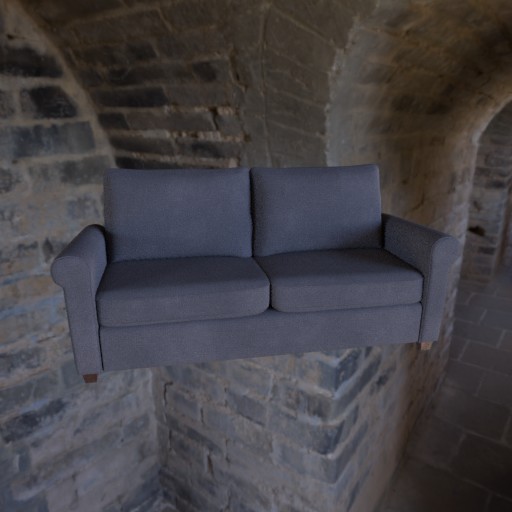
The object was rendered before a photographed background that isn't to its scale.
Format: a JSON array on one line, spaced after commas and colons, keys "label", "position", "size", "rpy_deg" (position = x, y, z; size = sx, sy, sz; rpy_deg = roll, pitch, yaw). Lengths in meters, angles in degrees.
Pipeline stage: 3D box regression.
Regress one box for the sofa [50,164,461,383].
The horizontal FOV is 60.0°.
[{"label": "sofa", "position": [0.000, 0.000, 2.469], "size": [1.935, 0.942, 0.842], "rpy_deg": [-3, 17, -10]}]
